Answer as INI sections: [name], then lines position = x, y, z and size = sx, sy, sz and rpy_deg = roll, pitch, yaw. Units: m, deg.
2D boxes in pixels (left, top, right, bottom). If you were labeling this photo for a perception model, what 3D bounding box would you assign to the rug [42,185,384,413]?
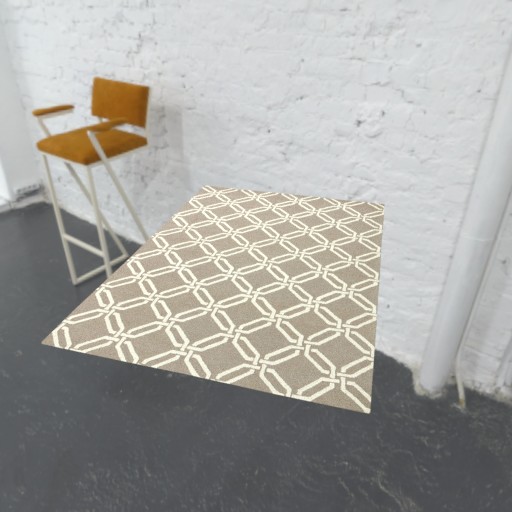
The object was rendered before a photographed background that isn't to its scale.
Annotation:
[rug]
position = 0.000, 0.000, 4.485
size = 2.441, 0.020, 3.419
rpy_deg = 8, 31, 13
